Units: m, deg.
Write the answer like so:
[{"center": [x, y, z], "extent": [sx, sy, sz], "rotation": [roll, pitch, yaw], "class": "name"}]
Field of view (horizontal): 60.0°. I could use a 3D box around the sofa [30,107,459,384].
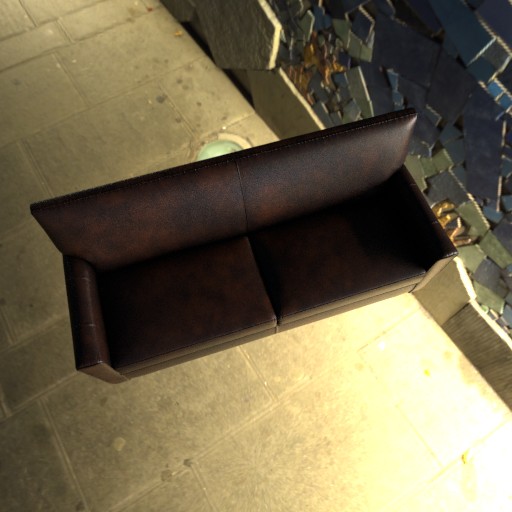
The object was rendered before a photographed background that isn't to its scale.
[{"center": [0.000, 0.000, 2.440], "extent": [1.995, 0.871, 0.786], "rotation": [-16, 66, -7], "class": "sofa"}]
